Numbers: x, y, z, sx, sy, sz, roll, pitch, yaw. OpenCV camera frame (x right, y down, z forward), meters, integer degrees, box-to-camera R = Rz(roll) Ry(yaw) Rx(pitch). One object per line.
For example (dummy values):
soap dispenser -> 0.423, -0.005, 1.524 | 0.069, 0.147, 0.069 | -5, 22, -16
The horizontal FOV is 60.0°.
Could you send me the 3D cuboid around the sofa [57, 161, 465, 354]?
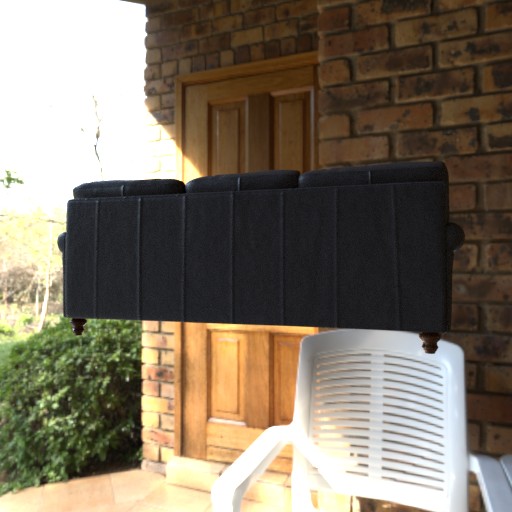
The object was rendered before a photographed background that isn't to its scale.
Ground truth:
sofa -> 0.000, 0.000, 2.848 | 2.387, 0.977, 0.974 | 0, -1, 16
